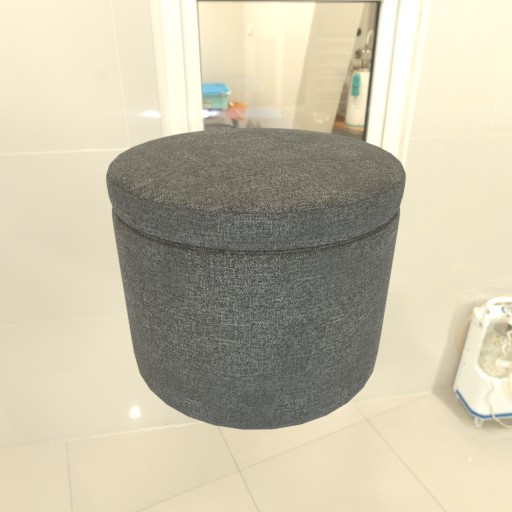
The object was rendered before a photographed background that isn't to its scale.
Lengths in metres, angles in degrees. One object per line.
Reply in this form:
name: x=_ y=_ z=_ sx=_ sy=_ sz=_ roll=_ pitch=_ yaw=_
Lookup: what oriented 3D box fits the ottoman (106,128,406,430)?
ottoman: x=0.000 y=0.000 z=0.852 sx=0.500 sy=0.419 sz=0.500 roll=0 pitch=27 yaw=0
